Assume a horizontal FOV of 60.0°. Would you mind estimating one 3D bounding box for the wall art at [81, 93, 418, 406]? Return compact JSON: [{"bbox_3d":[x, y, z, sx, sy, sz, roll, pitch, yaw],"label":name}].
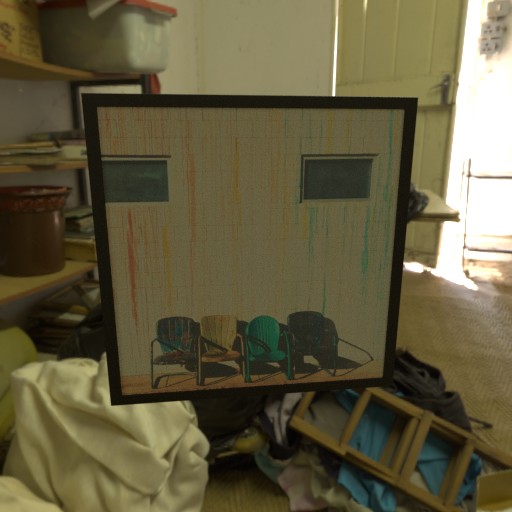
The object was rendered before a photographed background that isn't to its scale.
[{"bbox_3d":[0.000,0.000,0.744,0.506,0.506,0.037,-2,15,-7],"label":"wall art"}]
